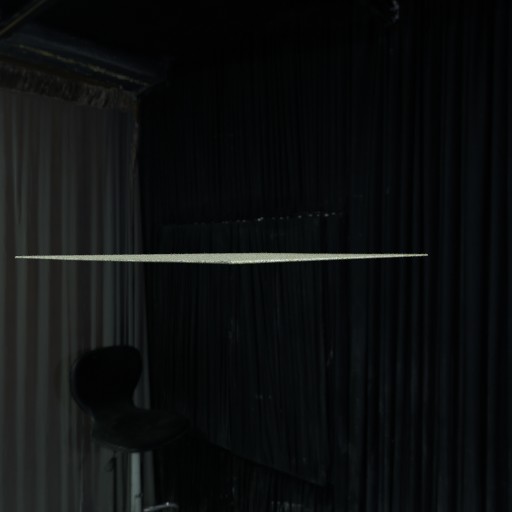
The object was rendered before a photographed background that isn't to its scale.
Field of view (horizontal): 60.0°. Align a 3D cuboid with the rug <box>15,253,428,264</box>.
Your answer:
[{"bbox_3d":[0.000,0.000,2.157,1.143,0.010,1.758,1,1,37],"label":"rug"}]
